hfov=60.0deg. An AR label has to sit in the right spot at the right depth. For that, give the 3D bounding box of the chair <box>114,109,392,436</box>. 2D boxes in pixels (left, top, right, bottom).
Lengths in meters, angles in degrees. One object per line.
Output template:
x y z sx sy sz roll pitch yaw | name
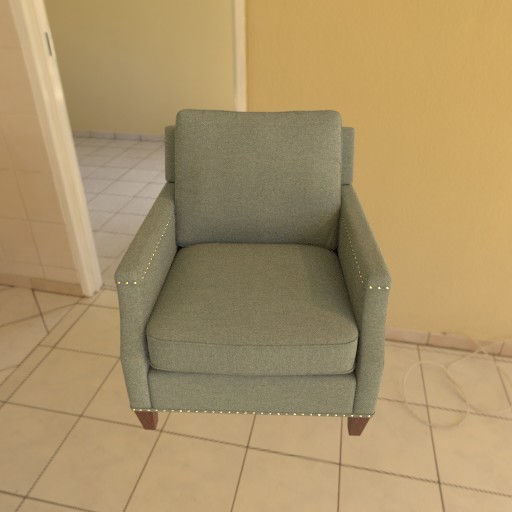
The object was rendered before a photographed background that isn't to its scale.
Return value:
0.000 0.000 1.809 0.885 1.031 1.031 1 31 2 | chair
